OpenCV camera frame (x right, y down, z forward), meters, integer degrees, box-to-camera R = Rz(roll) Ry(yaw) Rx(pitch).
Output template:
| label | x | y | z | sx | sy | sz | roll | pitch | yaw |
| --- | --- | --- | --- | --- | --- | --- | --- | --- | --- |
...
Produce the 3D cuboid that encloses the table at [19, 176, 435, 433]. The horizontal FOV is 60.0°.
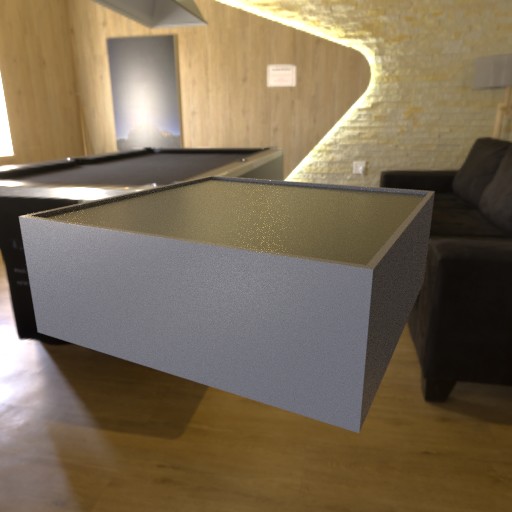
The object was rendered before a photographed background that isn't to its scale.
| label | x | y | z | sx | sy | sz | roll | pitch | yaw |
| --- | --- | --- | --- | --- | --- | --- | --- | --- | --- |
| table | 0.000 | 0.000 | 1.217 | 0.801 | 0.299 | 0.801 | 9 | 20 | 26 |
